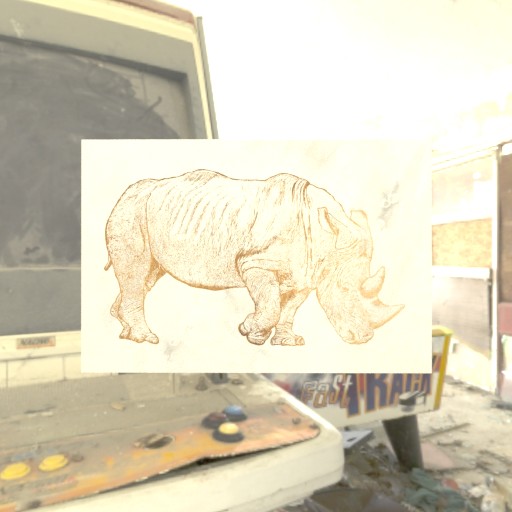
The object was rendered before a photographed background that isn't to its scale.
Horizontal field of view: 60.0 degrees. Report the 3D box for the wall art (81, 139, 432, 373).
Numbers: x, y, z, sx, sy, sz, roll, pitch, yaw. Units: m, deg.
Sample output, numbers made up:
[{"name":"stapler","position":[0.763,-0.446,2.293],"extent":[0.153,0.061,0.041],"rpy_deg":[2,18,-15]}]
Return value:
[{"name":"wall art","position":[0.000,0.000,1.176],"extent":[0.915,0.610,0.038],"rpy_deg":[0,0,1]}]
